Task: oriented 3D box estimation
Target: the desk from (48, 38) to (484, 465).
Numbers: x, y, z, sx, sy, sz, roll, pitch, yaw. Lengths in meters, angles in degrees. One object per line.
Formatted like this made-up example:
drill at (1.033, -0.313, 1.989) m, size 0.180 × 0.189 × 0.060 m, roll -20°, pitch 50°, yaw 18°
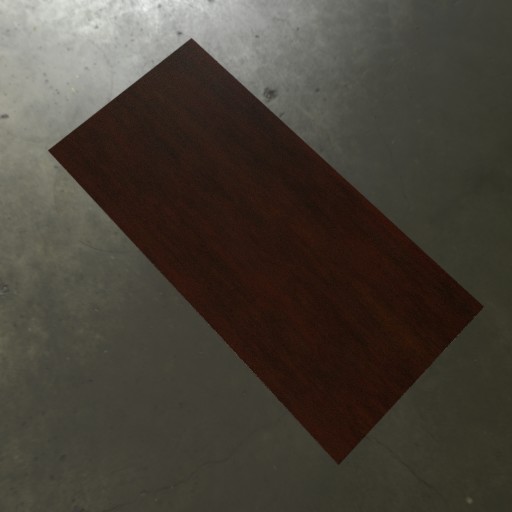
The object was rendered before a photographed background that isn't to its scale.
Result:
desk at (0.000, 0.000, 1.713) m, size 0.612 × 0.758 × 1.277 m, roll -43°, pitch 80°, yaw -10°
